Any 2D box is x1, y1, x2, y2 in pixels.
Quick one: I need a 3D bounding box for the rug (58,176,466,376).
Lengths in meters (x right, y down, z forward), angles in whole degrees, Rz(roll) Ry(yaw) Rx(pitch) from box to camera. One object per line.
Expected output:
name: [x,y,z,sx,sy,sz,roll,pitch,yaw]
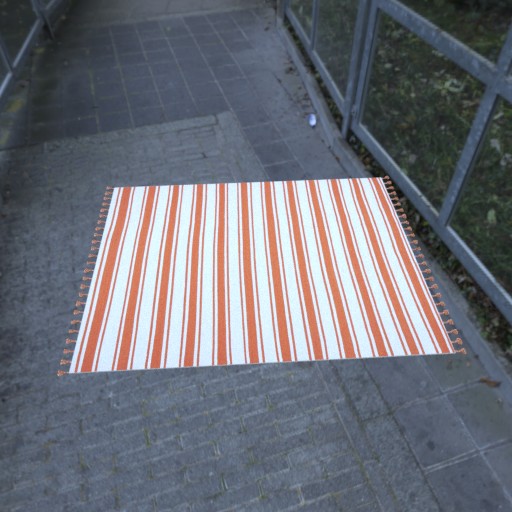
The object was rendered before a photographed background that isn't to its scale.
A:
rug: [0.000,0.000,4.454,3.369,0.035,2.451,-3,47,-2]
